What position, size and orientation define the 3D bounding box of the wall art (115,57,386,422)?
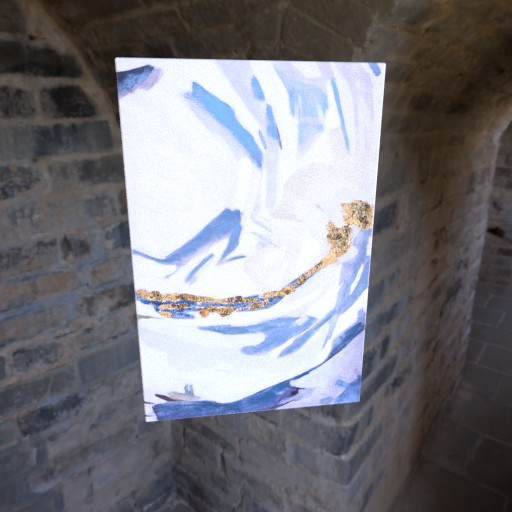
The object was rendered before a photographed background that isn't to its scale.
[{"bbox_3d":[0.000,0.000,1.124,0.610,0.914,0.016,-3,17,-8],"label":"wall art"}]
